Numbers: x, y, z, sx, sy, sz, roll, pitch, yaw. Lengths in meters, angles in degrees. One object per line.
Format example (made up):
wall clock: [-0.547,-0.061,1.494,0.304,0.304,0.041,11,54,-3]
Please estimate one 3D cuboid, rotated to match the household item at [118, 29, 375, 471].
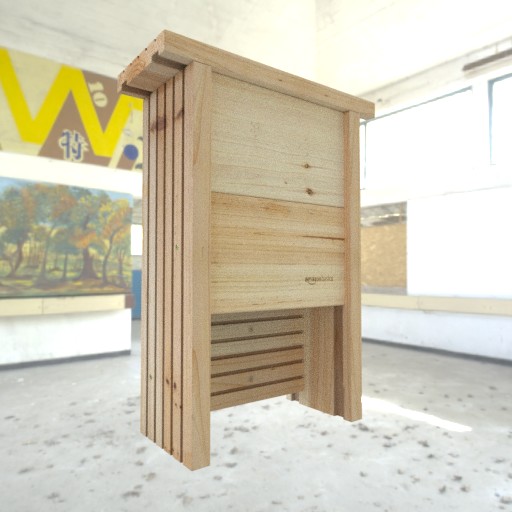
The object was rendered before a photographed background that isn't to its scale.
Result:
household item: [0.000,0.000,0.537,0.301,0.407,0.123,1,-2,-37]
